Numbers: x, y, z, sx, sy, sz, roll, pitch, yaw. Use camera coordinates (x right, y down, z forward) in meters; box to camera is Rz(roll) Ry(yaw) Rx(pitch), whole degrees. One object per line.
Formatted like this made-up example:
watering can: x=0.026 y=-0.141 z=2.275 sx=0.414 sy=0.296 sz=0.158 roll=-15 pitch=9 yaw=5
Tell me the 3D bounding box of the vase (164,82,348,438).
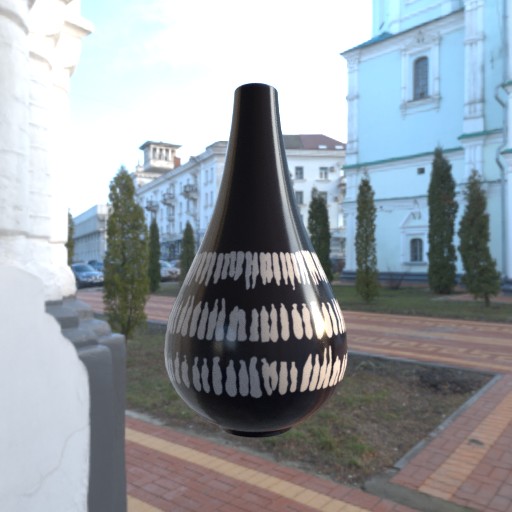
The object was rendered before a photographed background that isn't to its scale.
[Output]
vase: x=0.000 y=0.000 z=0.392 sx=0.159 sy=0.295 sz=0.159 roll=0 pitch=-1 yaw=0
